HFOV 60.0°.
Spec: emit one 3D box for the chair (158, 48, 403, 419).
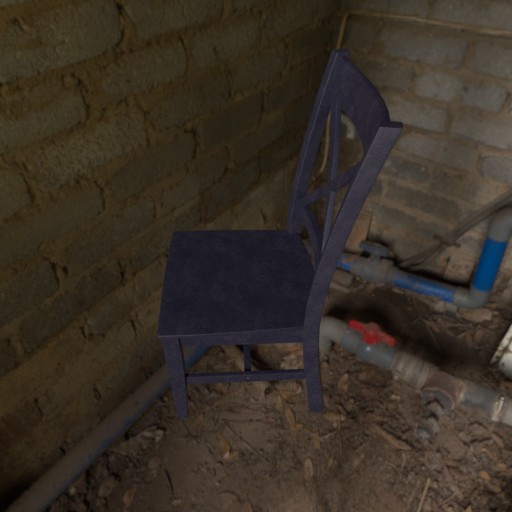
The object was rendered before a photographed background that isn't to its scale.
[{"bbox_3d":[0.000,0.000,1.275,0.542,0.983,0.485,-2,41,-2],"label":"chair"}]
